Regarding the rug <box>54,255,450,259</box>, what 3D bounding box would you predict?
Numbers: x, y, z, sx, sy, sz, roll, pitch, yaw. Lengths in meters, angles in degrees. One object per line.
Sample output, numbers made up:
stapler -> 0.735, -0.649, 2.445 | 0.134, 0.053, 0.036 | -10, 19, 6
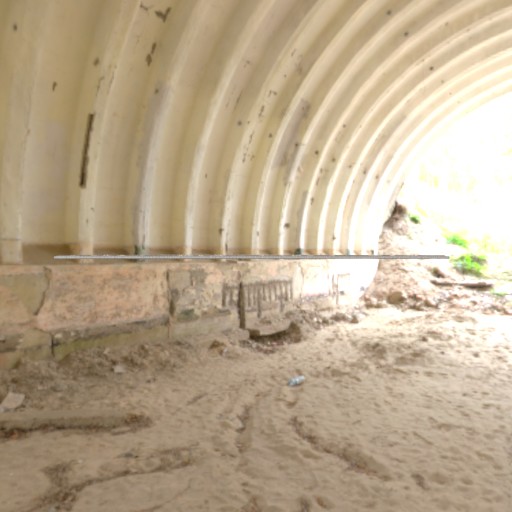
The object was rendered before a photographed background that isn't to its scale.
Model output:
rug -> 0.000, 0.000, 3.400 | 1.819, 0.018, 2.746 | 0, 0, 1
